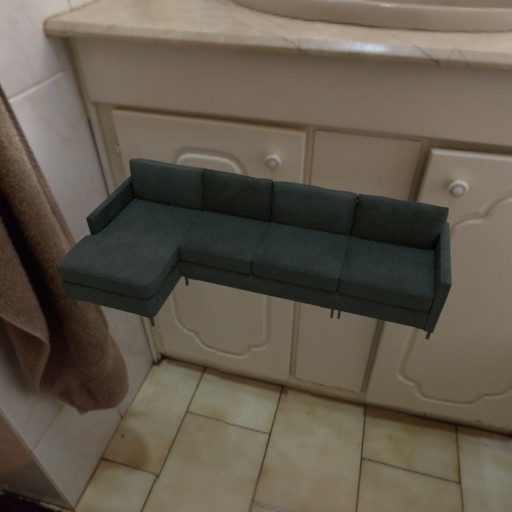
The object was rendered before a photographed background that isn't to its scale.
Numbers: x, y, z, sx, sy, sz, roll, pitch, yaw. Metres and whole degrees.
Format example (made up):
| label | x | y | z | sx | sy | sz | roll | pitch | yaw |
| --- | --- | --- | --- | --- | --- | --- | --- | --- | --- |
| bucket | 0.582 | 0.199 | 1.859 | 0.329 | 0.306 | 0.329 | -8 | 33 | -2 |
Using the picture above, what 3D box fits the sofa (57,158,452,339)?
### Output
| label | x | y | z | sx | sy | sz | roll | pitch | yaw |
| --- | --- | --- | --- | --- | --- | --- | --- | --- | --- |
| sofa | 0.000 | 0.000 | 4.200 | 3.400 | 0.967 | 1.500 | 11 | 41 | 13 |
